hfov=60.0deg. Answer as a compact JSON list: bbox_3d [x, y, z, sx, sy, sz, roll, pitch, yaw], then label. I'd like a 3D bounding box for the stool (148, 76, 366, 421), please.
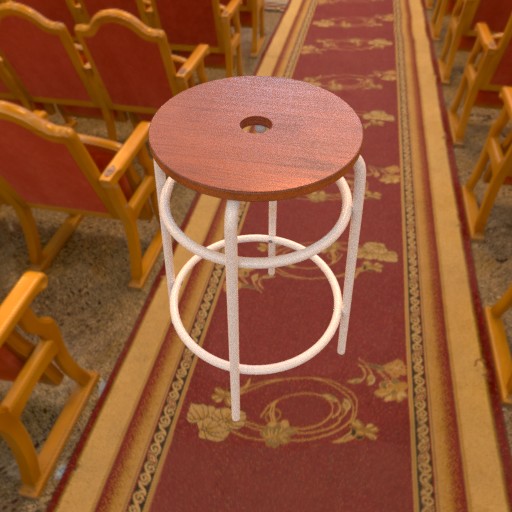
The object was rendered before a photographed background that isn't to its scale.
[{"bbox_3d":[0.000,0.000,0.919,0.455,0.610,0.455,9,48,8],"label":"stool"}]
